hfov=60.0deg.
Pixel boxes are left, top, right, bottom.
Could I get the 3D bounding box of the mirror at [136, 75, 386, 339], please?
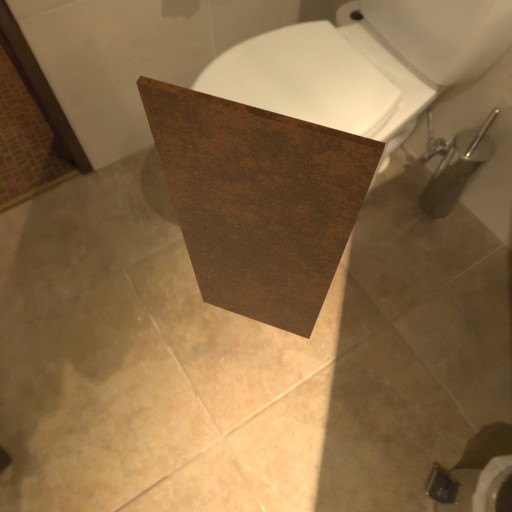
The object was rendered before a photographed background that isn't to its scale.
[{"bbox_3d":[0.000,0.000,2.286,0.812,2.031,0.032,18,65,9],"label":"mirror"}]
